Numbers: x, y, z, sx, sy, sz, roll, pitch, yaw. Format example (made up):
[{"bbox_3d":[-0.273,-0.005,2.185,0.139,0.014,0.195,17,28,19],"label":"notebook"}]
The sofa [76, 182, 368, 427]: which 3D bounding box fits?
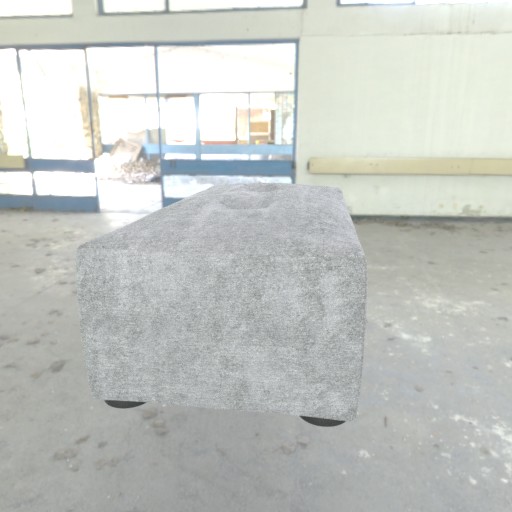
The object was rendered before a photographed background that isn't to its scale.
[{"bbox_3d":[0.000,0.000,1.144,0.480,0.330,0.930,2,15,8],"label":"sofa"}]
